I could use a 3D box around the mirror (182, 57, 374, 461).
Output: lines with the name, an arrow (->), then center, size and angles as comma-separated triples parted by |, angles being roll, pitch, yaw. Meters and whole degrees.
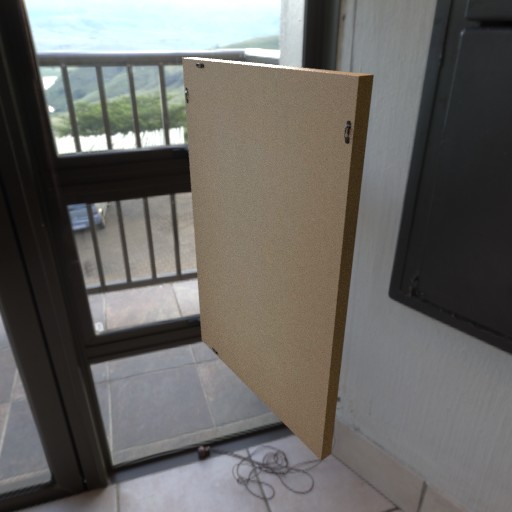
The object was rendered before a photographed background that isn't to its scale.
mirror -> 0.000, 0.000, 1.151 | 0.040, 0.915, 0.609 | -18, 32, -32
